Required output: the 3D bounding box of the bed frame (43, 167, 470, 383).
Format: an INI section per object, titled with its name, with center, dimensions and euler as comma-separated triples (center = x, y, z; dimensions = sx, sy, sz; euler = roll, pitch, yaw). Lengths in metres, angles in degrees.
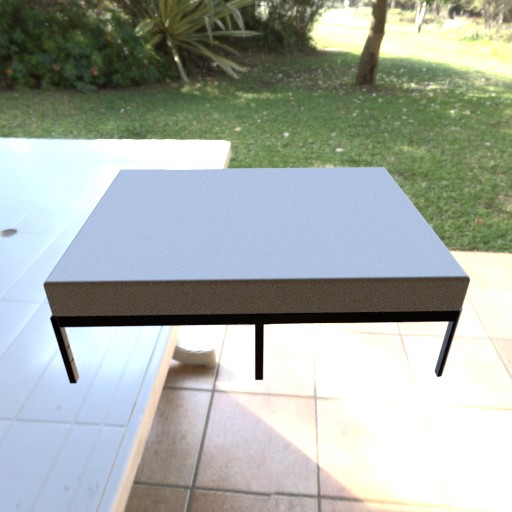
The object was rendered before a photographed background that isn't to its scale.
[bed frame]
center = 0.000, 0.000, 2.917
dimensions = 2.072, 0.659, 1.557
euler = -1, 31, -1
